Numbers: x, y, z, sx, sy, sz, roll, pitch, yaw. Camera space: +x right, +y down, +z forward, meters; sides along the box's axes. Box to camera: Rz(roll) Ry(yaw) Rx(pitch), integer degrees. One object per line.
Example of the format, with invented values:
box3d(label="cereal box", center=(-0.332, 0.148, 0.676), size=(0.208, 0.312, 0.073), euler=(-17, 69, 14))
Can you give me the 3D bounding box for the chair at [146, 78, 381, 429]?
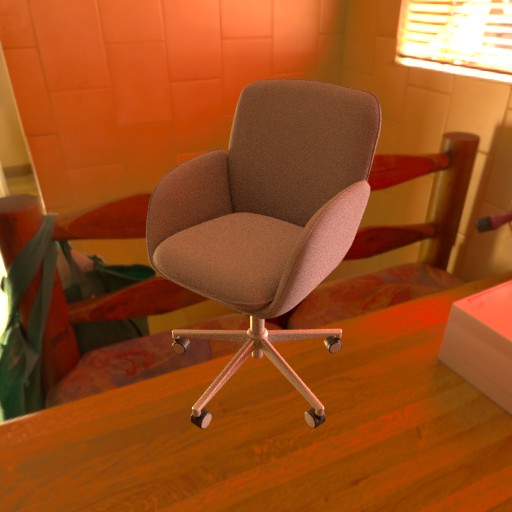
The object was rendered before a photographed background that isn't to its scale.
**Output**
box3d(label="chair", center=(0.000, 0.000, 1.387), size=(0.648, 0.959, 0.654), euler=(20, 35, 30))
